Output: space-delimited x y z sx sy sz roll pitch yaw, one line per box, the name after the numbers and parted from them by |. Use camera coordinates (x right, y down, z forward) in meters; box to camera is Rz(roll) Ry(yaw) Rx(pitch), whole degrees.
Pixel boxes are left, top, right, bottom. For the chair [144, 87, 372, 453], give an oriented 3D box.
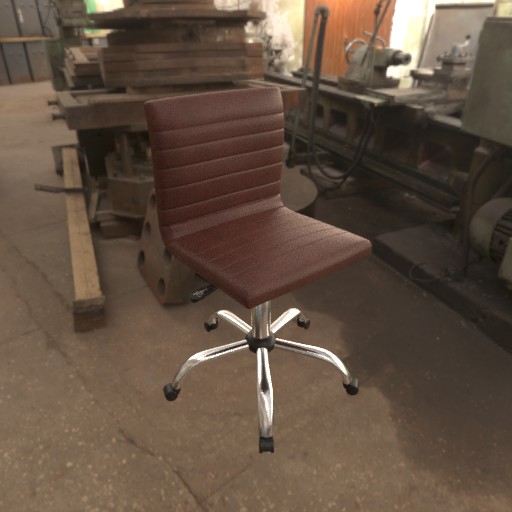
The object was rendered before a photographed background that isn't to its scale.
0.000 0.000 1.159 0.556 0.780 0.530 -20 34 -33 | chair
